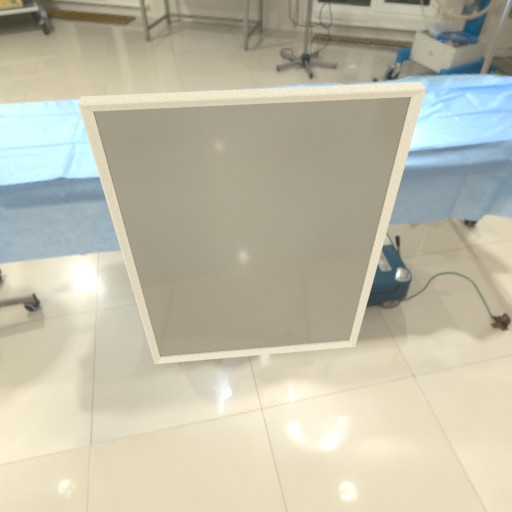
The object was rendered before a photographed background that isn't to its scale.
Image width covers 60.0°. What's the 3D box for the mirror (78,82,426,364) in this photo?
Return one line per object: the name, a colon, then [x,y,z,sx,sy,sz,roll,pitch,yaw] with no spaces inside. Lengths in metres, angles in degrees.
mirror: [0.000,0.000,1.335,0.762,1.016,0.041,-4,45,-4]
